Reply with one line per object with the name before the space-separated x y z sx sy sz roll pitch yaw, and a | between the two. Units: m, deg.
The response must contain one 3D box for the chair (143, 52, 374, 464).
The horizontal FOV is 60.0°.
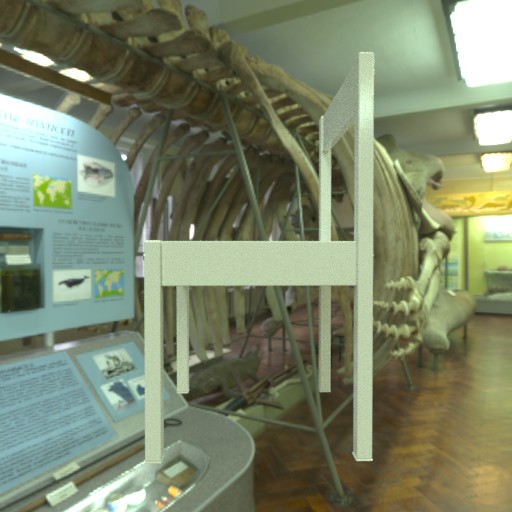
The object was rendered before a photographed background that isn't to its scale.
chair | 0.000 0.000 0.684 0.285 0.505 0.285 0 1 -2
